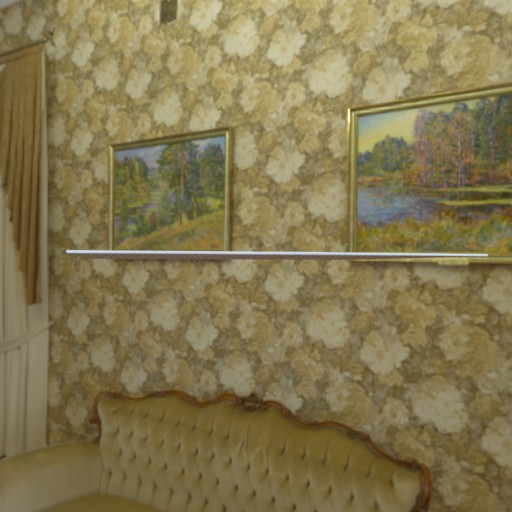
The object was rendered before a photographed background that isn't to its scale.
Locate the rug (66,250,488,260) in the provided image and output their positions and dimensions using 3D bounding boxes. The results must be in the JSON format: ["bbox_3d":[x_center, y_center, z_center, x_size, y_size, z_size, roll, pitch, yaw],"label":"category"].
[{"bbox_3d":[0.000,0.000,3.958,2.921,0.032,2.311,0,-1,-18],"label":"rug"}]
